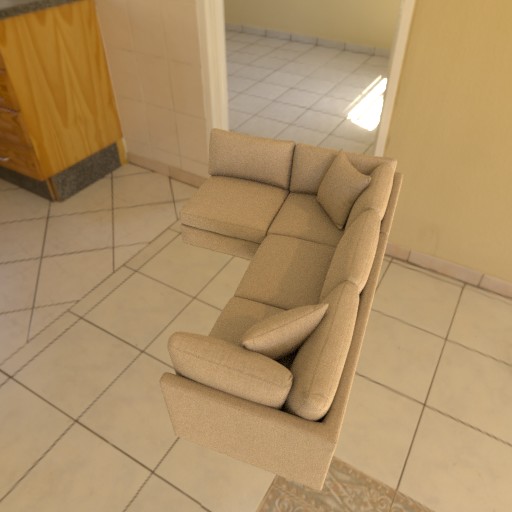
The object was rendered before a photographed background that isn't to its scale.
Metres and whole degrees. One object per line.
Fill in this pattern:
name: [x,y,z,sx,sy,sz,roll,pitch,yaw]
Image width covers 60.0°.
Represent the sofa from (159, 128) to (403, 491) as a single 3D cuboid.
sofa: [0.000,0.000,3.702,1.994,0.978,2.896,14,43,15]
